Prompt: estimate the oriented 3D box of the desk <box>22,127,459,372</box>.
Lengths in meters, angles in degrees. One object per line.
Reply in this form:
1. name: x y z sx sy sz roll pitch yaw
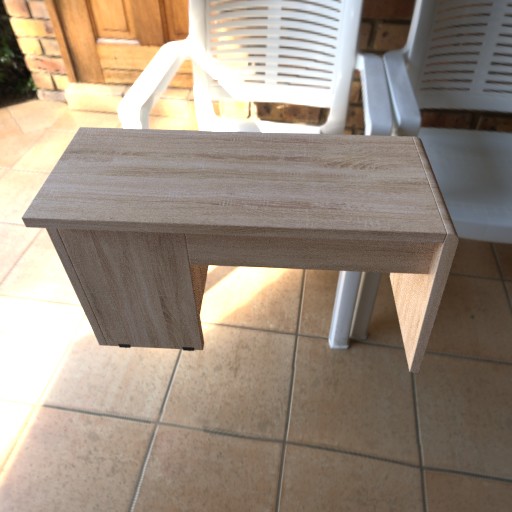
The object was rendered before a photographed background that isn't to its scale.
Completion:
1. desk: 0.000 0.000 1.667 1.300 0.750 0.500 2 46 2
